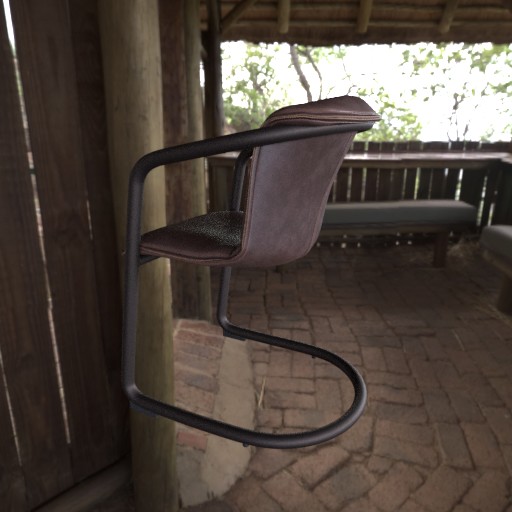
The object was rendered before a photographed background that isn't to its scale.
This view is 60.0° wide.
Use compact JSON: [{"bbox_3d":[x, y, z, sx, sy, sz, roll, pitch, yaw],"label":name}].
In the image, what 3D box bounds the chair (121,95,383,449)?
[{"bbox_3d":[0.000,0.000,1.242,0.664,0.836,0.536,9,19,26],"label":"chair"}]
